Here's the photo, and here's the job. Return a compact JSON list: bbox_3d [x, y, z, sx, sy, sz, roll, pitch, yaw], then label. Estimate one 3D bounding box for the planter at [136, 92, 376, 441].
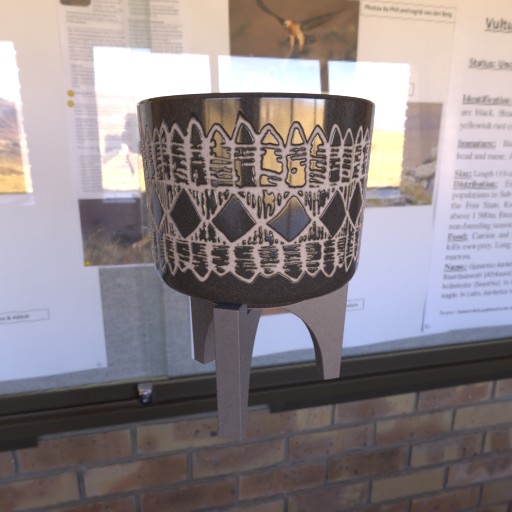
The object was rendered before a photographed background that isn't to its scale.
[{"bbox_3d":[0.000,0.000,0.407,0.196,0.264,0.196,14,20,42],"label":"planter"}]
